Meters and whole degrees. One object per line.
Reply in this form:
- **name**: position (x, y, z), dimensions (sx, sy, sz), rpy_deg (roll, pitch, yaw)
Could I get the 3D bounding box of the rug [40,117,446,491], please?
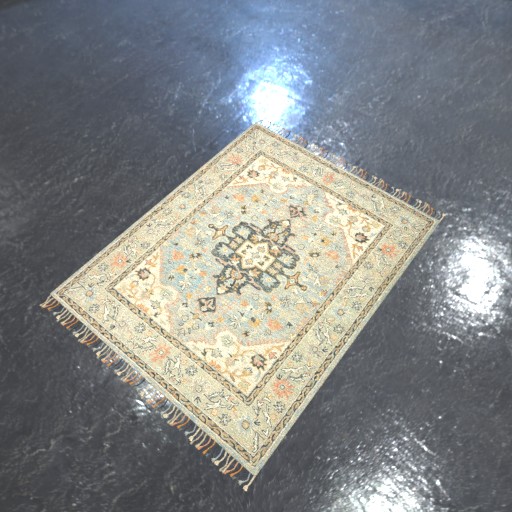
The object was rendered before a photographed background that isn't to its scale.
- **rug**: position (0.000, 0.000, 2.262), dimensions (1.278, 0.009, 1.730), rpy_deg (34, 63, 20)
